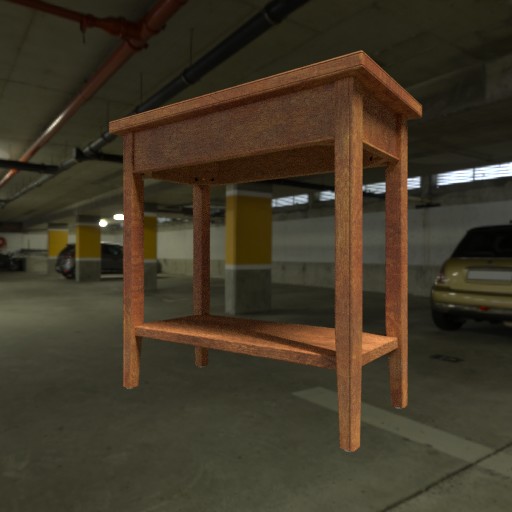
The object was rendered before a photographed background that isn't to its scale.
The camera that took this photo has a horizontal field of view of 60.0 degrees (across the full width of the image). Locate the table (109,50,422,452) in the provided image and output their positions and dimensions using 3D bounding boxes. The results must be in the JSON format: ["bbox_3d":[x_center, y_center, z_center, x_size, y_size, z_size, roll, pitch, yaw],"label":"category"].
[{"bbox_3d":[0.000,0.000,0.955,0.610,0.610,0.305,0,0,36],"label":"table"}]
